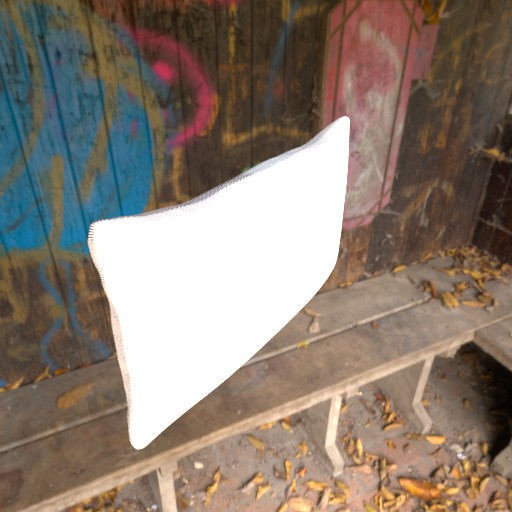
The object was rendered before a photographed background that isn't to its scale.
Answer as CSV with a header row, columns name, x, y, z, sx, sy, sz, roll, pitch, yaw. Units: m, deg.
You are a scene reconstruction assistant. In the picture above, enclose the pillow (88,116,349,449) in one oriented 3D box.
name,x,y,z,sx,sy,sz,roll,pitch,yaw
pillow,0.000,0.000,0.634,0.139,0.305,0.506,21,37,30
